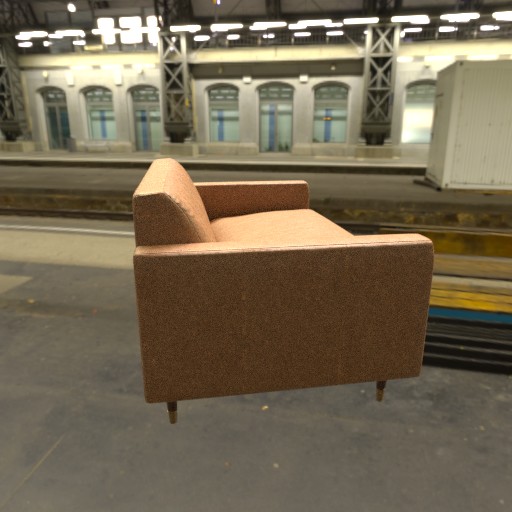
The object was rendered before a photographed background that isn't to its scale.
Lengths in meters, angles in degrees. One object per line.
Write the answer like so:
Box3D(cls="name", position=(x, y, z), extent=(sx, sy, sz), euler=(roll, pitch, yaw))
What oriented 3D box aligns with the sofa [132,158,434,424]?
Box3D(cls="sofa", position=(0.000, 0.000, 2.090), extent=(0.960, 0.820, 1.549), euler=(-3, 17, -9))
